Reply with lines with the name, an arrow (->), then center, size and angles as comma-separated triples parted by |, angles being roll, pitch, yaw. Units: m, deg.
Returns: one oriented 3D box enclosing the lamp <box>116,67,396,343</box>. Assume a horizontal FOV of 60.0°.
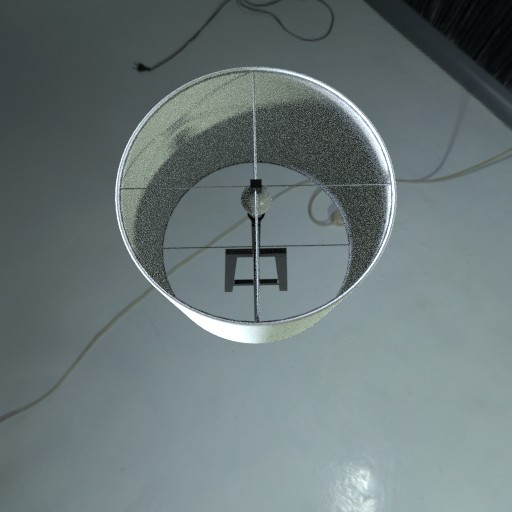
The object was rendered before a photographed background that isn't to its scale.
lamp -> 0.000, 0.000, 0.639 | 0.257, 0.489, 0.257 | 43, 79, 11
